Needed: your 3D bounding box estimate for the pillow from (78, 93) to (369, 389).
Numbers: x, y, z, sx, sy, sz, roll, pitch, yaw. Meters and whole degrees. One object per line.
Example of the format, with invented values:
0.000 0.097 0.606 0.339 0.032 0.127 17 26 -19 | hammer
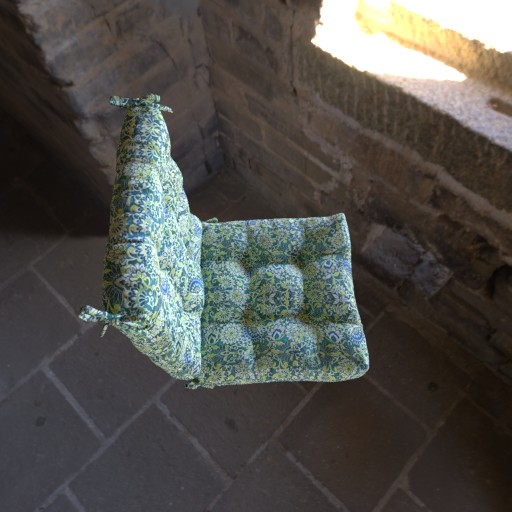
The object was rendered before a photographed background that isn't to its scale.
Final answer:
0.000 0.000 1.035 0.571 0.605 0.519 -2 63 -1 | pillow
